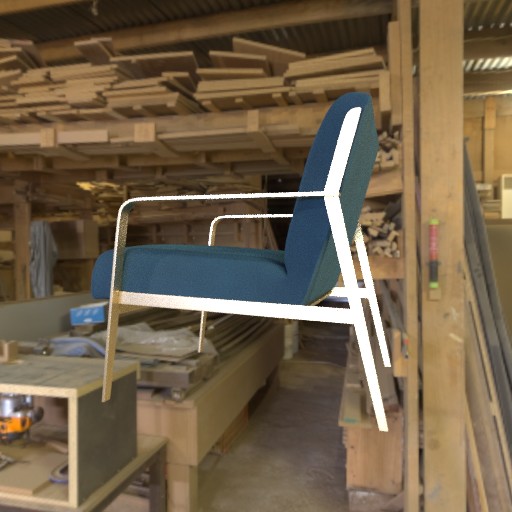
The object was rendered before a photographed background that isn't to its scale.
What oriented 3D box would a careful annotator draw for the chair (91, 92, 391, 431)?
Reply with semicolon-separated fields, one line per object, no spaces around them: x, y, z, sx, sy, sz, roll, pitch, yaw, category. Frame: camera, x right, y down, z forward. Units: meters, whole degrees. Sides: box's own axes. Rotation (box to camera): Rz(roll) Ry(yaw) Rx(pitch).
0.000;0.000;1.480;0.859;0.831;0.692;0;1;17;chair
